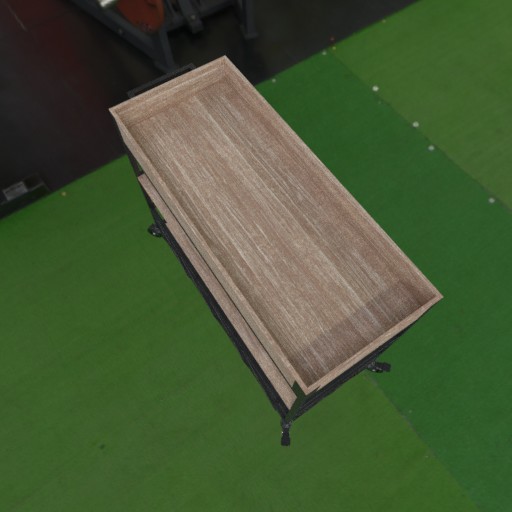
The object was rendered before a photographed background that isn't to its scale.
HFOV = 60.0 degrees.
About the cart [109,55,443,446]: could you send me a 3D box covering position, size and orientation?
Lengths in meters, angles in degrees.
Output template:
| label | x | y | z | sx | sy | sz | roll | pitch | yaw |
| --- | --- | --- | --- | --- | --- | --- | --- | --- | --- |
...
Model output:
| label | x | y | z | sx | sy | sz | roll | pitch | yaw |
| --- | --- | --- | --- | --- | --- | --- | --- | --- | --- |
| cart | 0.000 | 0.000 | 1.515 | 0.500 | 0.787 | 1.101 | -31 | 68 | -14 |
